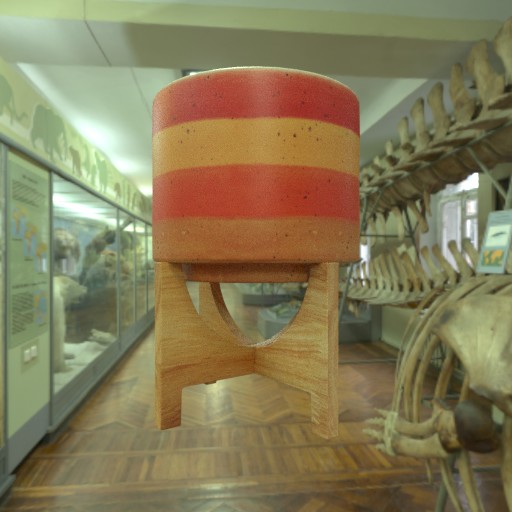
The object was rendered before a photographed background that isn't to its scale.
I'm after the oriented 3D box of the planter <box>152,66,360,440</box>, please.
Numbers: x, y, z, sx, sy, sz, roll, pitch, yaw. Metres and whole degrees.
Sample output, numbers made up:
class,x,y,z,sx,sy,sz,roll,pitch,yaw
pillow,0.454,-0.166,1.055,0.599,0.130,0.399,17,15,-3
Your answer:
class,x,y,z,sx,sy,sz,roll,pitch,yaw
planter,0.000,0.000,0.566,0.269,0.379,0.269,0,0,0
